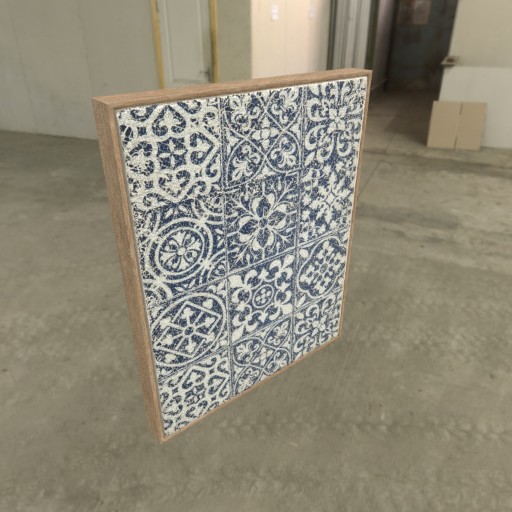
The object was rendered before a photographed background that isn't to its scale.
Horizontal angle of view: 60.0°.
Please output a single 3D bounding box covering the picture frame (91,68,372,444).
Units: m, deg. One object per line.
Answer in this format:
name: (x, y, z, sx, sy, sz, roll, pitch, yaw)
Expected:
picture frame: (0.000, 0.000, 0.712, 0.424, 0.526, 0.043, -21, 36, -33)
